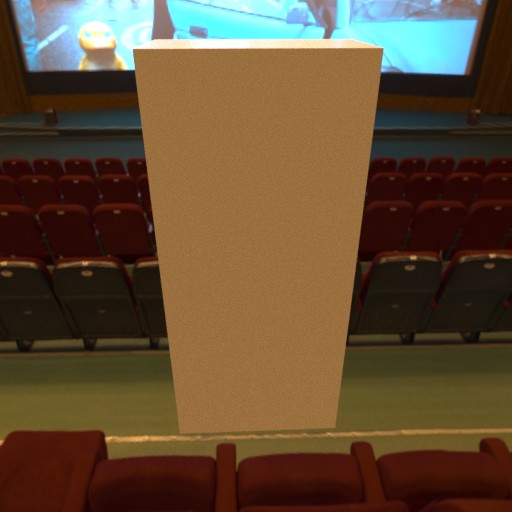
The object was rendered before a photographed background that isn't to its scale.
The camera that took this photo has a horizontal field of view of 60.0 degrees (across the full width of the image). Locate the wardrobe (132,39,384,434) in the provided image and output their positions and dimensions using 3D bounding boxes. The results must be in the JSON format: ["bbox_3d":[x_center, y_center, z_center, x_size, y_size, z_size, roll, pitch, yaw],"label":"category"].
[{"bbox_3d":[0.000,0.000,1.957,0.760,1.700,0.470,-1,29,-2],"label":"wardrobe"}]
